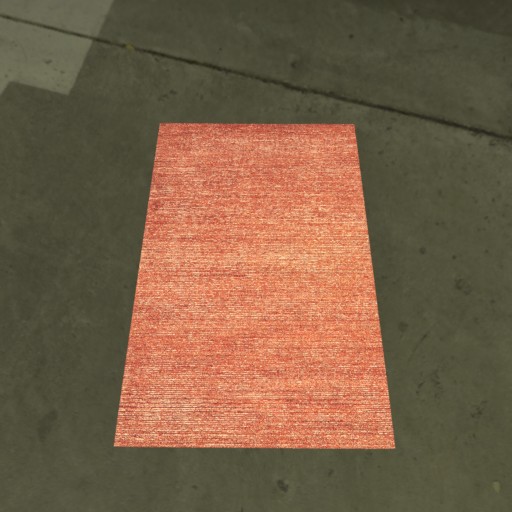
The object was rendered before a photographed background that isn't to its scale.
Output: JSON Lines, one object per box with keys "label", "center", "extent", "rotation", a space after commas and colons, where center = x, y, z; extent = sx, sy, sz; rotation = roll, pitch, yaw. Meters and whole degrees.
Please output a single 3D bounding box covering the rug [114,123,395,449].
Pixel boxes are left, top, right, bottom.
{"label": "rug", "center": [0.000, 0.000, 2.193], "extent": [1.139, 0.011, 1.747], "rotation": [0, 62, 0]}
